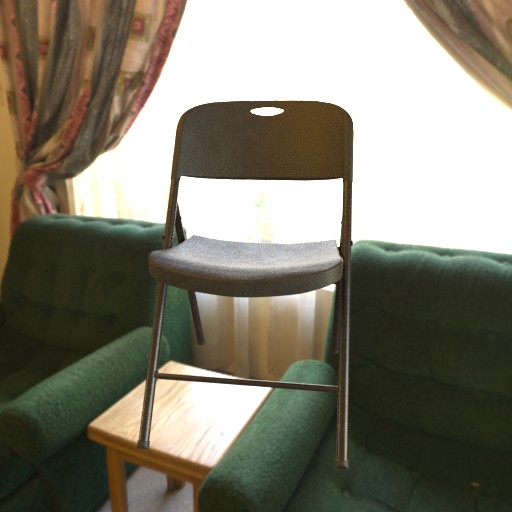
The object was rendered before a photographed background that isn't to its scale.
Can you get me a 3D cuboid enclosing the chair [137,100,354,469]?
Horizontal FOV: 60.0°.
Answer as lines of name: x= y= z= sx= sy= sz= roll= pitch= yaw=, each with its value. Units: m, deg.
chair: x=0.000 y=0.000 z=1.168 sx=0.494 sy=0.810 sz=0.566 roll=2 pitch=16 yaw=8
